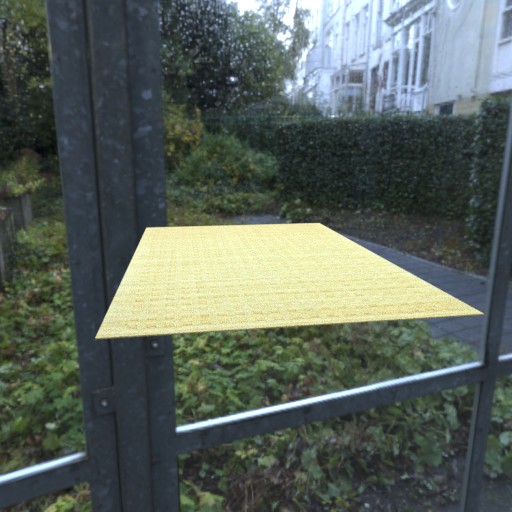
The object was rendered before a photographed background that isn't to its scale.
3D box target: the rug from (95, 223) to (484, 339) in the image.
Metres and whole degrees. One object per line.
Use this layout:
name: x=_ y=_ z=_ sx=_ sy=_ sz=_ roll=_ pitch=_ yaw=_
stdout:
rug: x=0.000 y=0.000 z=2.792 sx=1.524 sy=0.006 sz=2.286 roll=-2 pitch=14 yaw=-9
